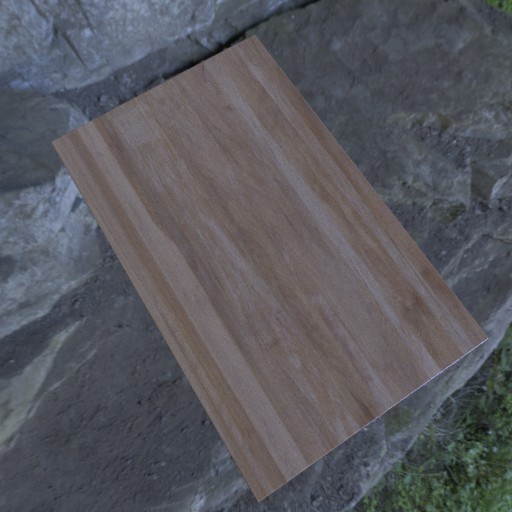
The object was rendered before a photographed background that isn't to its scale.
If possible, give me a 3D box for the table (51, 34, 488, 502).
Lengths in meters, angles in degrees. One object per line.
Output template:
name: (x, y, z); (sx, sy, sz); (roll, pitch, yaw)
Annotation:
table: (0.000, 0.000, 1.405); (0.692, 0.441, 1.100); (-32, 77, -8)
